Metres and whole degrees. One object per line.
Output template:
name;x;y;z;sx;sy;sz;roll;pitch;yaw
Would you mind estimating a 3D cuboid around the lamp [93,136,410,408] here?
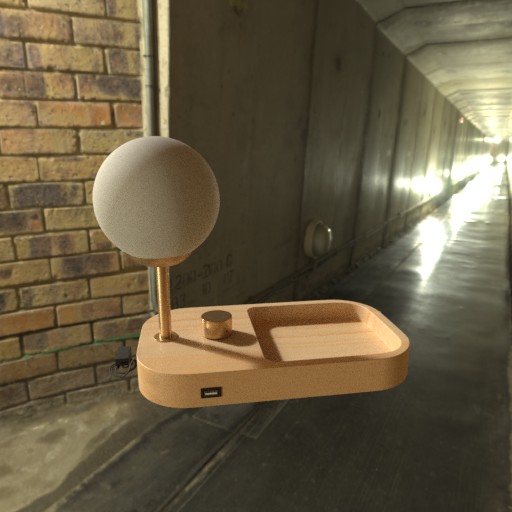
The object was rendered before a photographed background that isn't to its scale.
lamp;0.000;0.000;0.484;0.331;0.253;0.173;-2;15;-9
